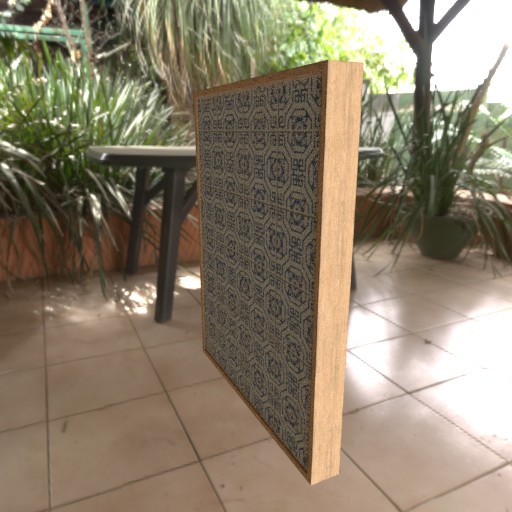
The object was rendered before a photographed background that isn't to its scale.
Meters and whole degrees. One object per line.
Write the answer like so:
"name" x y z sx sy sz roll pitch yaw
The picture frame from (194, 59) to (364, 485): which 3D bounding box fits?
"picture frame" 0.000 0.000 0.713 0.046 0.526 0.421 -8 17 -25
